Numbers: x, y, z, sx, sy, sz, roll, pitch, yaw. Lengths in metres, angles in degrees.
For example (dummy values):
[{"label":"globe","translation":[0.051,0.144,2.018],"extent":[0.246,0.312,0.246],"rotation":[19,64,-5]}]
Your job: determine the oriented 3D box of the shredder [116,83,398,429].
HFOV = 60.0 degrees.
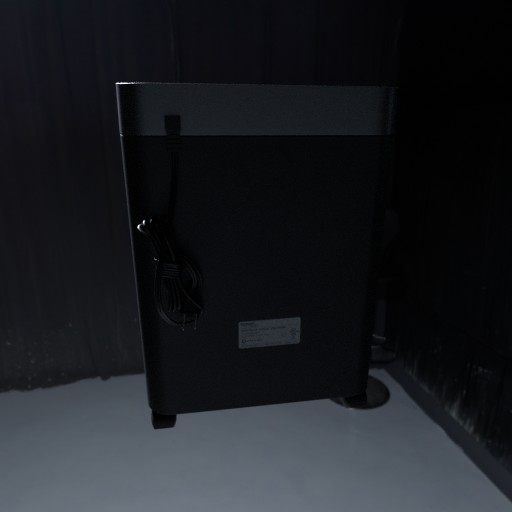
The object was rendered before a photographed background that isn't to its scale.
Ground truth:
[{"label":"shredder","translation":[0.000,0.000,0.584],"extent":[0.311,0.419,0.237],"rotation":[-3,16,-9]}]
